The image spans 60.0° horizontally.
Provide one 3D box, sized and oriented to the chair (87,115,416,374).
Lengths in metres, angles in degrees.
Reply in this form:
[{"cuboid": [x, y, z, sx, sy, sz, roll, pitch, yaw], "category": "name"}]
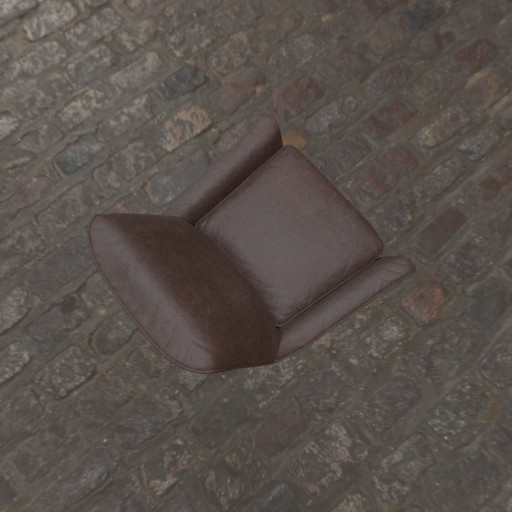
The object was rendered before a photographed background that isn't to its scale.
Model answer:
[{"cuboid": [0.000, 0.000, 1.553, 0.824, 0.888, 0.787, -38, 77, -10], "category": "chair"}]
